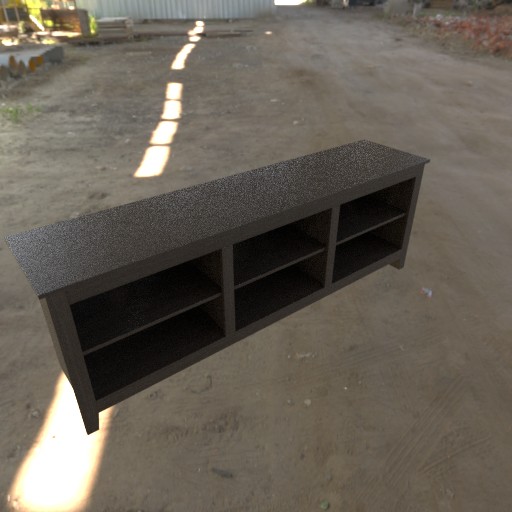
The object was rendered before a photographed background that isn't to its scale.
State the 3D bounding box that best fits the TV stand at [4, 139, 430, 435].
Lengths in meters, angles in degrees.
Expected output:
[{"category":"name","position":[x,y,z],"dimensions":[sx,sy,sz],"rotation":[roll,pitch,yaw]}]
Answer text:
[{"category":"TV stand","position":[0.000,0.000,1.940],"dimensions":[1.778,0.610,0.406],"rotation":[-22,38,-31]}]
